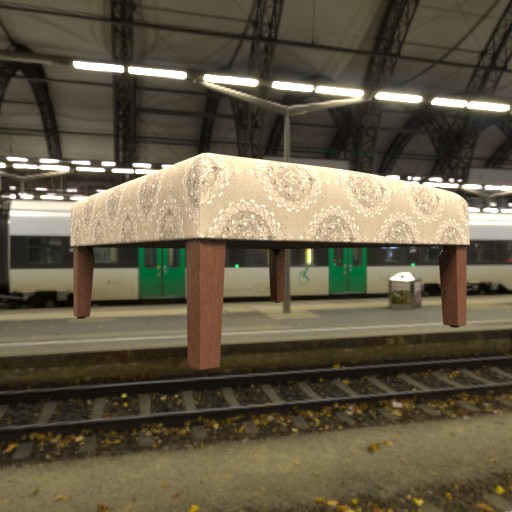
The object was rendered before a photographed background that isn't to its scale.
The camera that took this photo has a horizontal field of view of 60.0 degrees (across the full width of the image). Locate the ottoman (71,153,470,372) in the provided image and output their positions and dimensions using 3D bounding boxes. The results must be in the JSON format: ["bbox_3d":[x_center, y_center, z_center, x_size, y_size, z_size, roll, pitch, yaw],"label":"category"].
[{"bbox_3d":[0.000,0.000,1.374,0.890,0.411,0.889,0,0,-36],"label":"ottoman"}]
